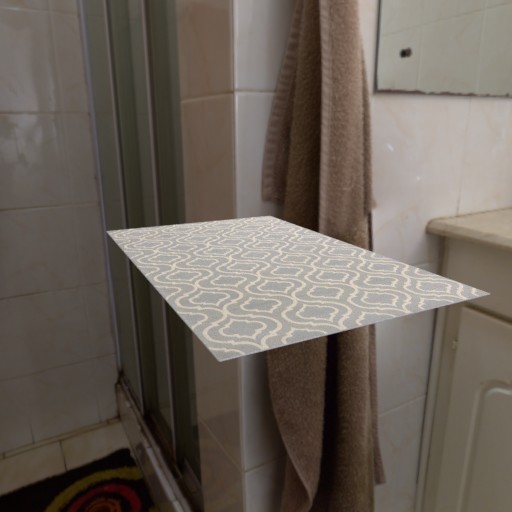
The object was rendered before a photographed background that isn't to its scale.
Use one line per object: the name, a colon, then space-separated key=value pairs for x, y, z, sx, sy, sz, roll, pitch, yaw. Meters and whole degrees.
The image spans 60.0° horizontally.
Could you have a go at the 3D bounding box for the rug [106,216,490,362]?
rug: x=0.000 y=0.000 z=2.208 sx=1.141 sy=0.015 sz=1.749 roll=-8 pitch=18 yaw=-26
